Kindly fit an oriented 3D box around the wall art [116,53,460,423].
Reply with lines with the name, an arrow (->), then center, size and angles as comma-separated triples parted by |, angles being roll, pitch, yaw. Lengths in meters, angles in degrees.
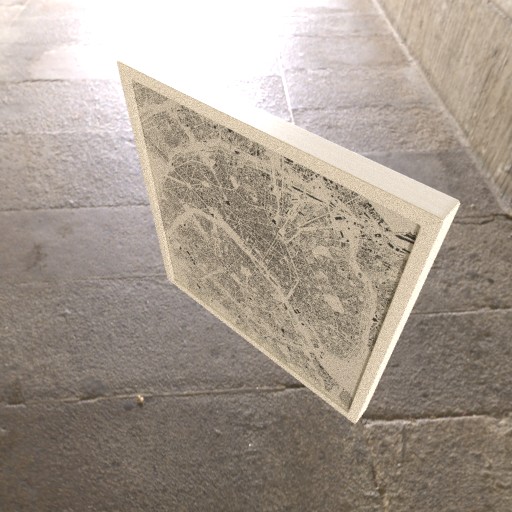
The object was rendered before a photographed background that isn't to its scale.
wall art -> 0.000, 0.000, 0.730 | 0.508, 0.508, 0.038 | 33, 56, 26
